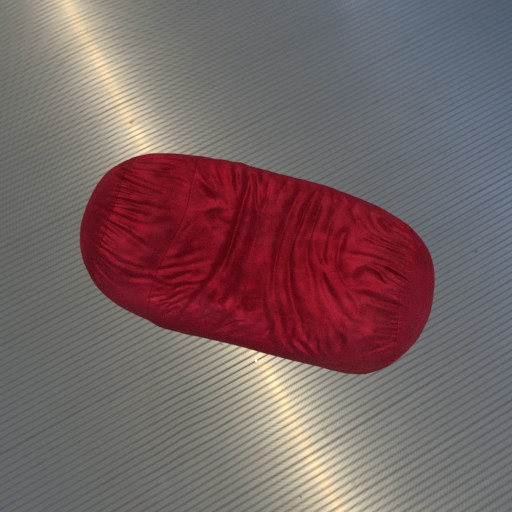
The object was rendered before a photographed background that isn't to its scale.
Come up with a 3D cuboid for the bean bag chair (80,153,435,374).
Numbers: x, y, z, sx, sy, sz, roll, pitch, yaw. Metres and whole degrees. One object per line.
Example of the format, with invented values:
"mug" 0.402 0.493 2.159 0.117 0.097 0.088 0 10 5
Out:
"bean bag chair" 0.000 0.000 2.899 2.293 0.867 1.216 15 77 4
